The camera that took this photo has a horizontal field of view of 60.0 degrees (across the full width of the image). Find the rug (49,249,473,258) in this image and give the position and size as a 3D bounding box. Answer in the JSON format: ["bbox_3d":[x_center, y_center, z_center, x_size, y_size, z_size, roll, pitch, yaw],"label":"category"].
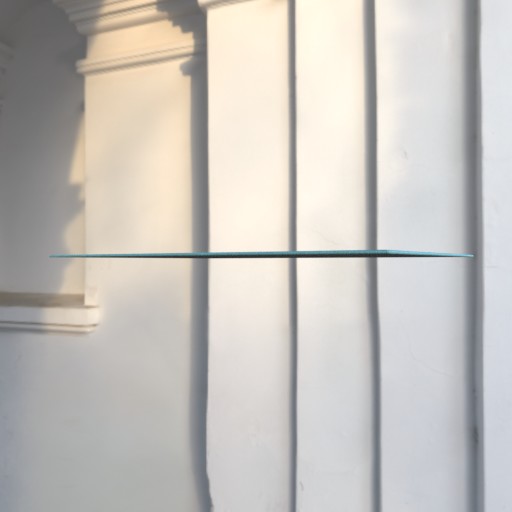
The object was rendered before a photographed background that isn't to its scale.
[{"bbox_3d":[0.000,0.000,3.460,2.769,0.018,1.830,-1,-1,36],"label":"rug"}]
